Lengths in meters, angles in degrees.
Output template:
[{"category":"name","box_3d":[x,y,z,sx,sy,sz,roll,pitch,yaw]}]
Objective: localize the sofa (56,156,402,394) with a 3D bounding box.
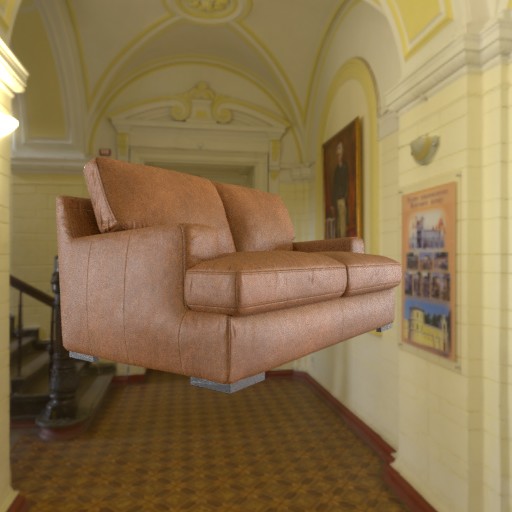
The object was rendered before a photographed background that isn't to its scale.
[{"category":"sofa","box_3d":[0.000,0.000,2.560,1.144,0.966,1.880,0,0,35]}]
